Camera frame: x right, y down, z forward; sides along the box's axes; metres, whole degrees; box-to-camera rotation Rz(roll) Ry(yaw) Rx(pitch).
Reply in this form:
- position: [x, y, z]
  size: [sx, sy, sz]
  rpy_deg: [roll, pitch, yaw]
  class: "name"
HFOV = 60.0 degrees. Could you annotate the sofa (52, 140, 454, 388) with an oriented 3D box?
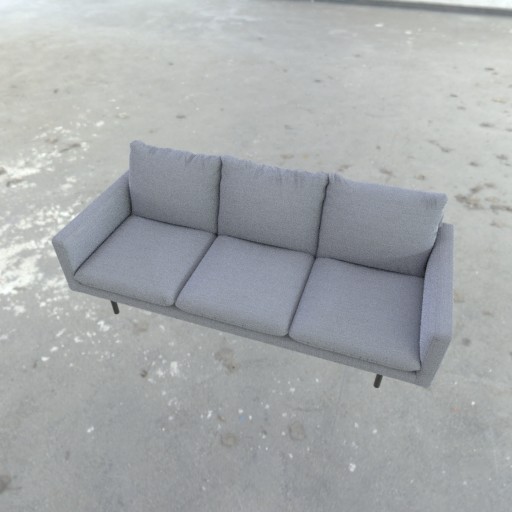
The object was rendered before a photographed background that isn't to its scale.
- position: [0.000, 0.000, 2.450]
  size: [2.000, 0.830, 0.850]
  rpy_deg: [13, 42, 14]
  class: "sofa"
